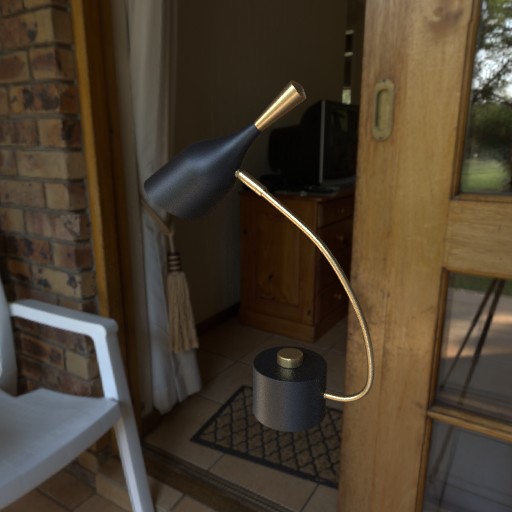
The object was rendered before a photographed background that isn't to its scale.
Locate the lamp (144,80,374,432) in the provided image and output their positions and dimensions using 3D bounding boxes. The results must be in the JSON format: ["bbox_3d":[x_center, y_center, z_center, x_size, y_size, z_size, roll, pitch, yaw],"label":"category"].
[{"bbox_3d":[0.000,0.000,0.633,0.352,0.464,0.110,7,16,25],"label":"lamp"}]
